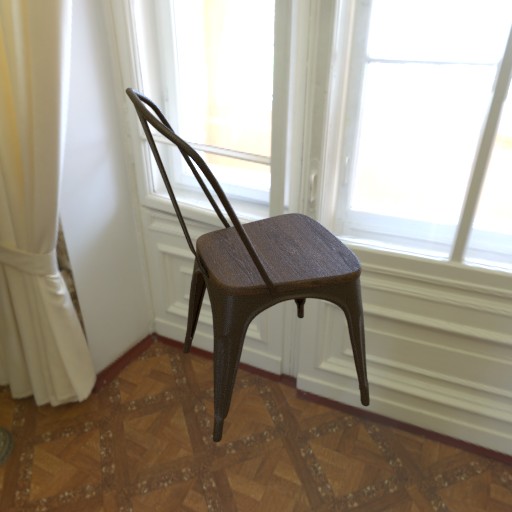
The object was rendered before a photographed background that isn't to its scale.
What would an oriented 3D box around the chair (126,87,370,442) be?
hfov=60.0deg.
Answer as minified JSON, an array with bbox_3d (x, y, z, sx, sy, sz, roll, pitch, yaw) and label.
[{"bbox_3d":[0.000,0.000,1.152,0.532,0.844,0.451,-11,32,-18],"label":"chair"}]
